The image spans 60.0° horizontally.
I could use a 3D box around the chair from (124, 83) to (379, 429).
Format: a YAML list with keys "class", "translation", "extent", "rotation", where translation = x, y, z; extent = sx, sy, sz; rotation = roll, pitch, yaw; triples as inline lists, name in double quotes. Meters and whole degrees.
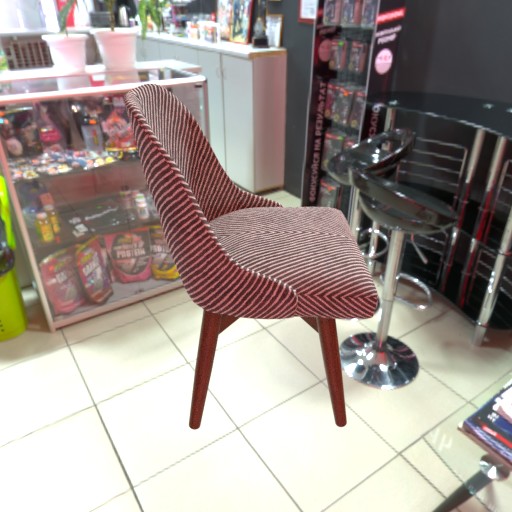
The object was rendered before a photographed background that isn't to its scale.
- class: "chair"
  translation: [0.000, 0.000, 1.241]
  extent: [0.591, 0.883, 0.504]
  rotation: [-1, 31, -1]
